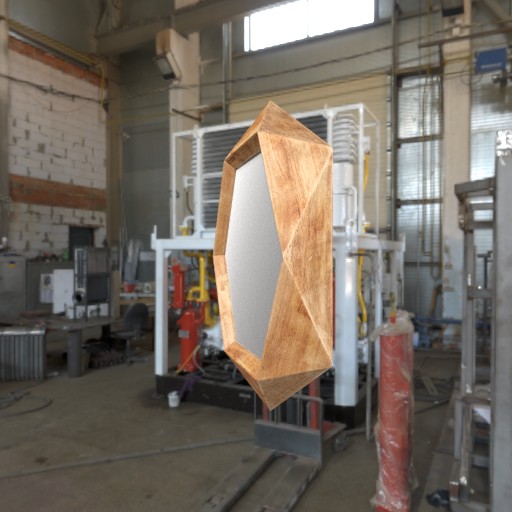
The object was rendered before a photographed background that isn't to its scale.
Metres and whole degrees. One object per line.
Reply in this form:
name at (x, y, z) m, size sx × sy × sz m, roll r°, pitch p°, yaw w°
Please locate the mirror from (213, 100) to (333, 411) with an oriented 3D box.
mirror at (0.000, 0.000, 1.101) m, size 0.091 × 0.779 × 0.675 m, roll 0°, pitch 0°, yaw -17°
